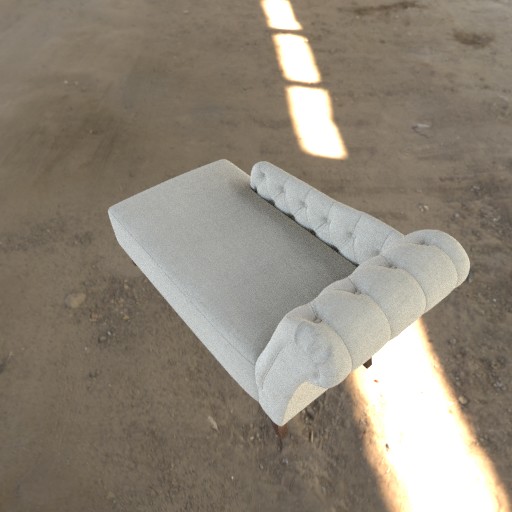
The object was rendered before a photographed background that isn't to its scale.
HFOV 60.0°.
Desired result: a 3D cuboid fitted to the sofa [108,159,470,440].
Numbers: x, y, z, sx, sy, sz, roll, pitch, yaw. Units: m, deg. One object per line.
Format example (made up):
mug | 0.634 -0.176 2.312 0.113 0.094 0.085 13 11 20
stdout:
sofa | 0.000 0.000 1.793 0.675 0.787 1.379 -30 52 -26
